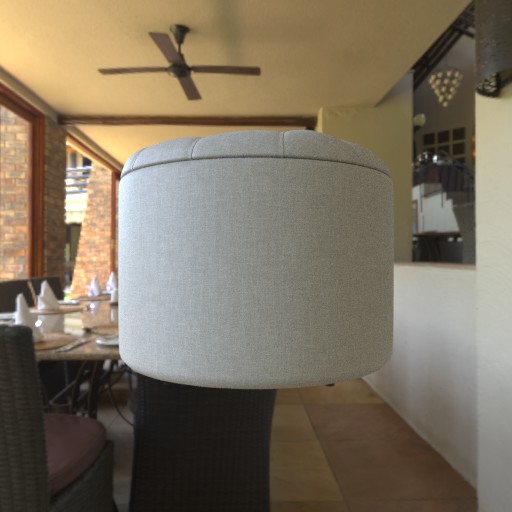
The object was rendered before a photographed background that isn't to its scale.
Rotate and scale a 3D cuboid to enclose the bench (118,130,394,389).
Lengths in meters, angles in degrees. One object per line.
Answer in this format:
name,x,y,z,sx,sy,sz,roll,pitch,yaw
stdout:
bench,0.000,0.000,1.011,0.600,0.453,0.600,0,0,0
